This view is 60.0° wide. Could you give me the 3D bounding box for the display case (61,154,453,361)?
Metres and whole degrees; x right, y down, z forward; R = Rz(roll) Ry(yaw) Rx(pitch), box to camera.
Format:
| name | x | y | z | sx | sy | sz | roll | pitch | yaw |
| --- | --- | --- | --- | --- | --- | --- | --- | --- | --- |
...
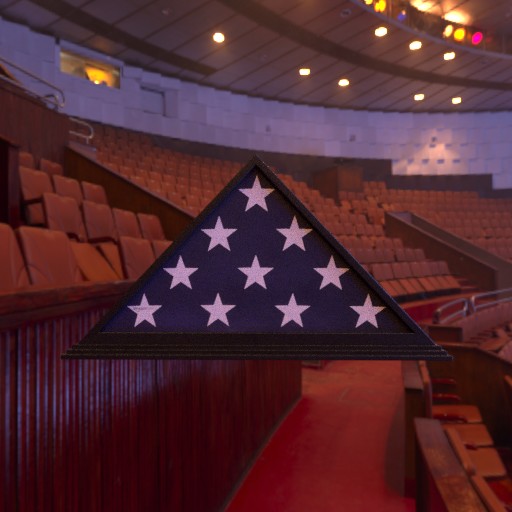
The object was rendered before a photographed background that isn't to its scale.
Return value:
| name | x | y | z | sx | sy | sz | roll | pitch | yaw |
| --- | --- | --- | --- | --- | --- | --- | --- | --- | --- |
| display case | 0.000 | 0.000 | 0.772 | 0.640 | 0.340 | 0.095 | 0 | 0 | 1 |
